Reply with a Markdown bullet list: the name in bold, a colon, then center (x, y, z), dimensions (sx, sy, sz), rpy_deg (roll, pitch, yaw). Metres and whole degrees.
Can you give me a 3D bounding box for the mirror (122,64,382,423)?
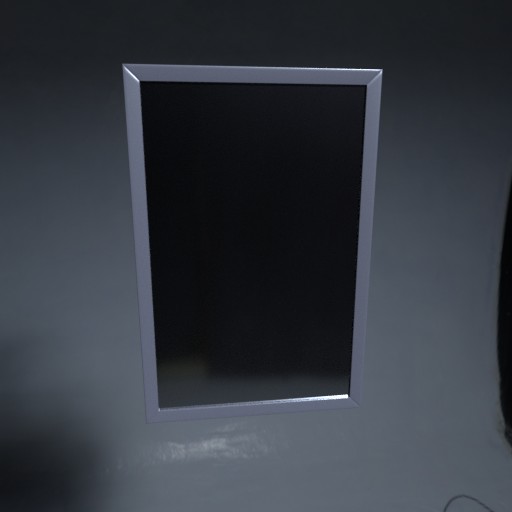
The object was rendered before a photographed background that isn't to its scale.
- **mirror**: center (0.000, 0.000, 1.158), dimensions (0.609, 0.915, 0.040), rpy_deg (-2, 14, -7)
